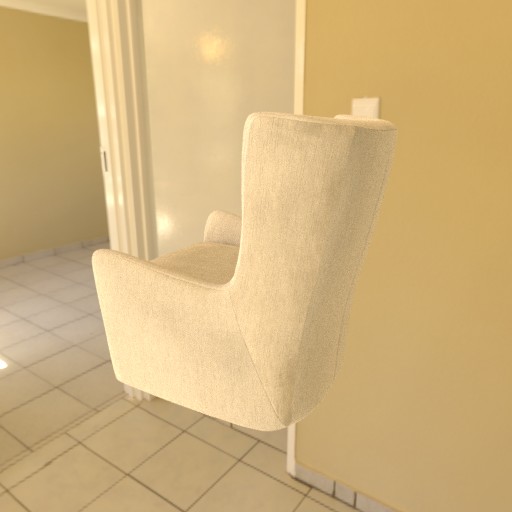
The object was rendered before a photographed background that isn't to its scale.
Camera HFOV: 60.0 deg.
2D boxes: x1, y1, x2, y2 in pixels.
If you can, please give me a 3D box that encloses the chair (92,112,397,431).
[{"bbox_3d":[0.000,0.000,1.636,0.904,1.000,0.779,8,19,25],"label":"chair"}]
